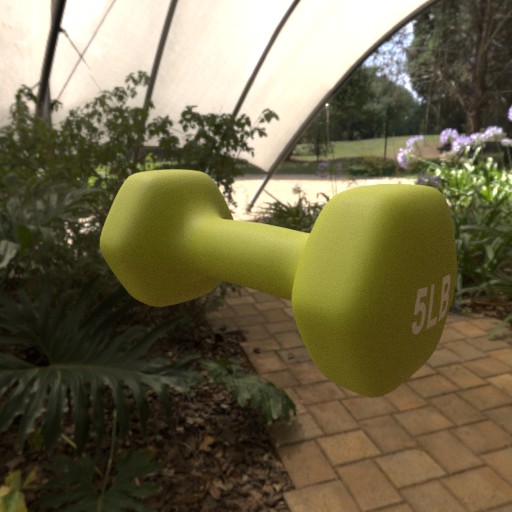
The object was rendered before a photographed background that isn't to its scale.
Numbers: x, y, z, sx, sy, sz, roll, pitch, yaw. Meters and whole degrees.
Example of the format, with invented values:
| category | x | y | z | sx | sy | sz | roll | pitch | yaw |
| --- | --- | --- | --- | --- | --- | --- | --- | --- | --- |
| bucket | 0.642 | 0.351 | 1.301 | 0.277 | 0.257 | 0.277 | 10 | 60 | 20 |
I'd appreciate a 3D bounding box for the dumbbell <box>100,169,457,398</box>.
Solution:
| category | x | y | z | sx | sy | sz | roll | pitch | yaw |
| --- | --- | --- | --- | --- | --- | --- | --- | --- | --- |
| dumbbell | 0.000 | 0.000 | 0.202 | 0.164 | 0.072 | 0.080 | 13 | 19 | 42 |
